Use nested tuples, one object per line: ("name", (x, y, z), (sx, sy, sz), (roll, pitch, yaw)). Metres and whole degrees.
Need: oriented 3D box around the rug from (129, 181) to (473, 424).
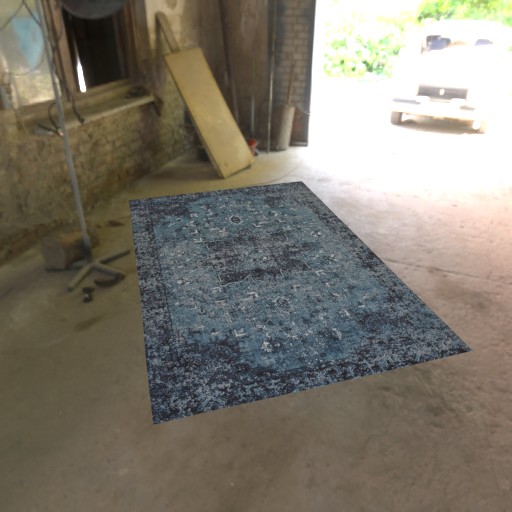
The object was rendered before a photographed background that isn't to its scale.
("rug", (0.000, 0.000, 2.318), (1.219, 0.005, 1.828), (-9, 32, -14))
